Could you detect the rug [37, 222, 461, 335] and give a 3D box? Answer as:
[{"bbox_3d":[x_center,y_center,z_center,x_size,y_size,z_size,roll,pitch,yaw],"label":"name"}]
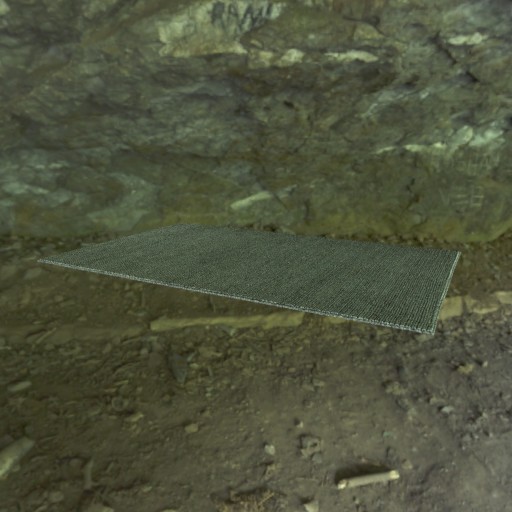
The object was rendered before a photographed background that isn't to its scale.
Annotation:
[{"bbox_3d":[0.000,0.000,3.008,2.443,0.021,1.538,8,16,27],"label":"rug"}]
